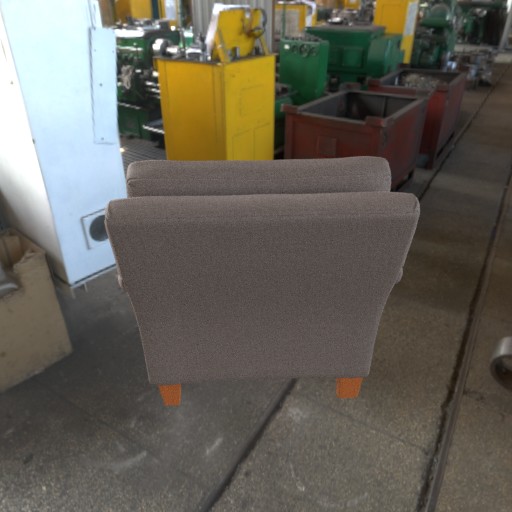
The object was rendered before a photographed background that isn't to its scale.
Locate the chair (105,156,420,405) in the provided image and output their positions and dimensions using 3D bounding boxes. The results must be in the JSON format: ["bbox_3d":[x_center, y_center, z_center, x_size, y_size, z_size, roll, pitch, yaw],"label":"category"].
[{"bbox_3d":[0.000,0.000,1.887,0.955,1.038,1.070,-2,31,-3],"label":"chair"}]
